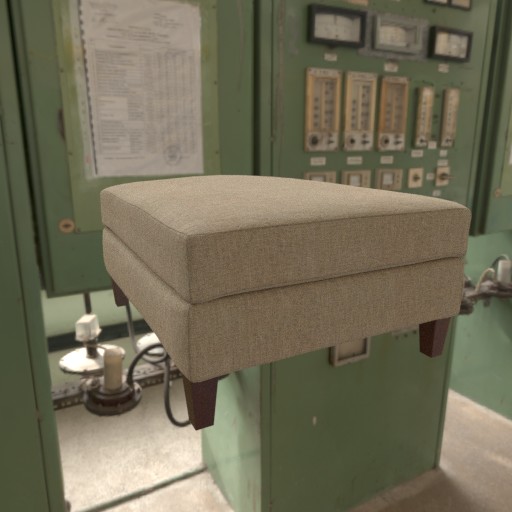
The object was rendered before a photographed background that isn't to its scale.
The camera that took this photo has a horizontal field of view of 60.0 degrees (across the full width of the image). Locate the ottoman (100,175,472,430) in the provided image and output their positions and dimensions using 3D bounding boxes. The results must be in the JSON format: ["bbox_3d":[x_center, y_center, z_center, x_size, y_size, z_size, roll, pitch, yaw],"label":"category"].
[{"bbox_3d":[0.000,0.000,1.456,0.836,0.492,0.976,-7,16,-27],"label":"ottoman"}]
